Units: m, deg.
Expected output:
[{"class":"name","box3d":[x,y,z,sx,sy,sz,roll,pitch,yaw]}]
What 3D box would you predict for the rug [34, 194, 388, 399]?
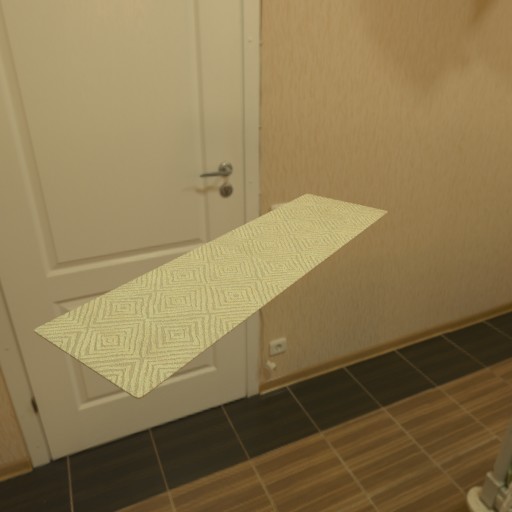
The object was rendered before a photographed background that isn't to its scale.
[{"class":"rug","box3d":[0.000,0.000,2.524,0.676,0.008,2.277,18,31,32]}]
